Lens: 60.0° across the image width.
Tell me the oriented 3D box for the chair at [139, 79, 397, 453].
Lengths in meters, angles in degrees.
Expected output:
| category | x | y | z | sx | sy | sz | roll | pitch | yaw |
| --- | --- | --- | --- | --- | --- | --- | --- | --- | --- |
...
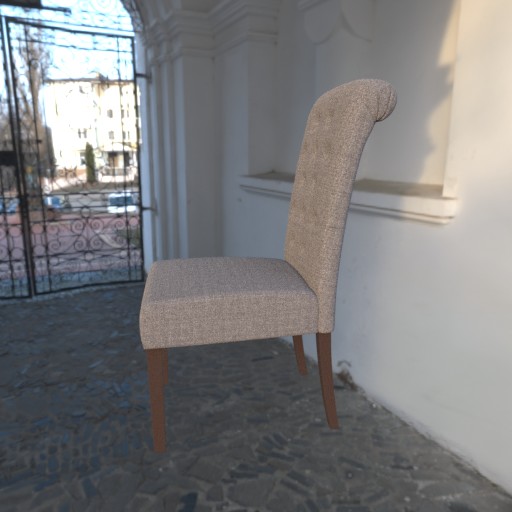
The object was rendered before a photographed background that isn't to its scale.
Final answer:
| category | x | y | z | sx | sy | sz | roll | pitch | yaw |
| --- | --- | --- | --- | --- | --- | --- | --- | --- | --- |
| chair | 0.000 | 0.000 | 1.359 | 0.671 | 1.006 | 0.456 | -2 | 14 | -10 |
